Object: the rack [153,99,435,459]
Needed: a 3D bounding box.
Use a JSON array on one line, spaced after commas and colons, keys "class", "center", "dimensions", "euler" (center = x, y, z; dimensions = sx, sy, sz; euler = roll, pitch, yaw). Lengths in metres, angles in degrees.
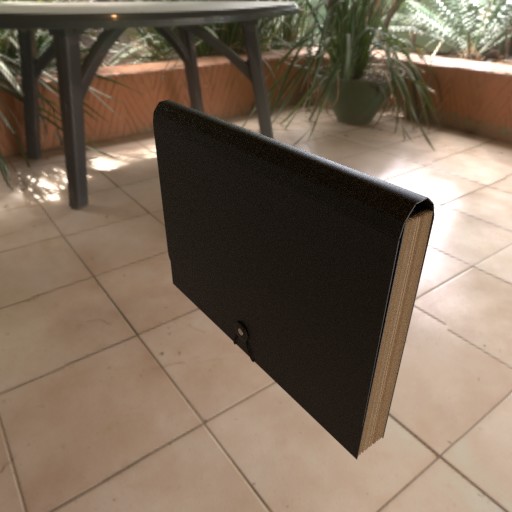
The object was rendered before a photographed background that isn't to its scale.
[{"class": "rack", "center": [0.000, 0.000, 0.439], "dimensions": [0.041, 0.241, 0.330], "euler": [-22, 38, -31]}]
